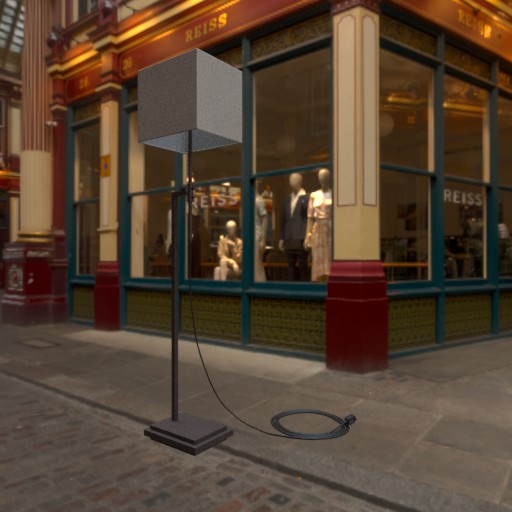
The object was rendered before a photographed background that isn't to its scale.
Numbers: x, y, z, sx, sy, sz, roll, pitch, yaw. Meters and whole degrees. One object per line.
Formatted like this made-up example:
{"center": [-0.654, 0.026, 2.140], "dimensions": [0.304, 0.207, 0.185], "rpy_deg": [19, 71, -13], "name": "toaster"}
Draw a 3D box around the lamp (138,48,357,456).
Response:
{"center": [0.000, 0.000, 2.018], "dimensions": [0.698, 1.600, 0.774], "rpy_deg": [0, 0, 37], "name": "lamp"}
